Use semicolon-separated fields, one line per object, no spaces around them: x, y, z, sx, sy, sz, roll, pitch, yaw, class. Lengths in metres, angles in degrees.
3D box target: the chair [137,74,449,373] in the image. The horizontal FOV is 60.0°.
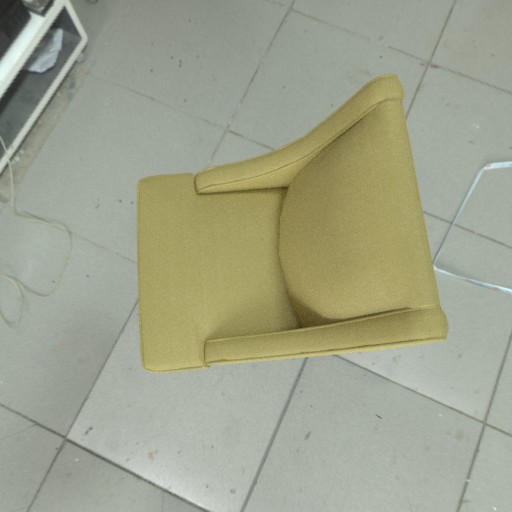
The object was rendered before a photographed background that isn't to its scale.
0.000;0.000;1.469;0.814;0.896;0.696;-5;76;-1;chair
